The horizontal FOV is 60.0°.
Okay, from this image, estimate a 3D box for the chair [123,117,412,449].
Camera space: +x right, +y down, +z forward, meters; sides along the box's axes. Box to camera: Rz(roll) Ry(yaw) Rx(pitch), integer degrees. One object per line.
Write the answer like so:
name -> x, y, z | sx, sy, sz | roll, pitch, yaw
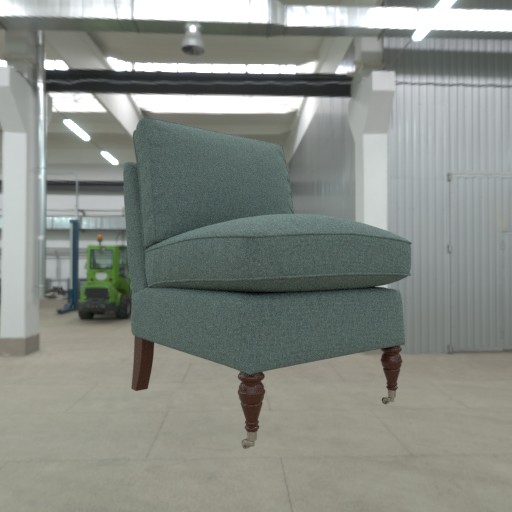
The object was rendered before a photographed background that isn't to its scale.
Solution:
chair -> 0.000, 0.000, 1.431 | 0.624, 0.901, 0.796 | 1, -1, -38
